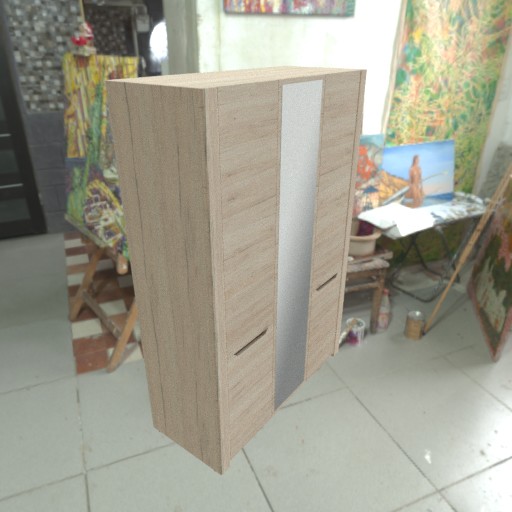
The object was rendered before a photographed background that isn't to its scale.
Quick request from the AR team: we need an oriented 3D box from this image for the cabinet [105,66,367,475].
[{"bbox_3d":[0.000,0.000,2.718,0.580,2.070,1.400,19,32,33],"label":"cabinet"}]
